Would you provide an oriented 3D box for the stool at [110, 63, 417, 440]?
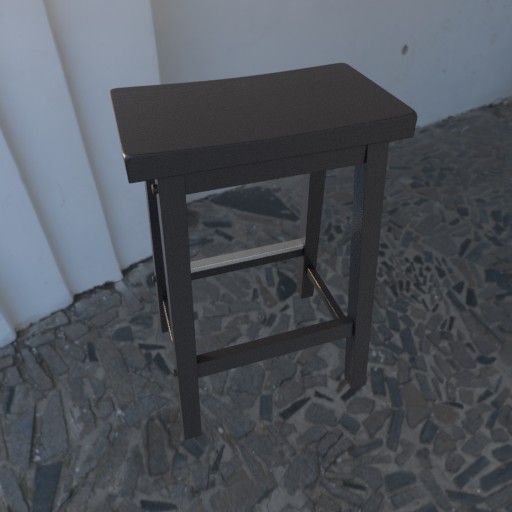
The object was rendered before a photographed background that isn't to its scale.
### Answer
[{"bbox_3d":[0.000,0.000,0.853,0.406,0.610,0.322,-12,43,-14],"label":"stool"}]
